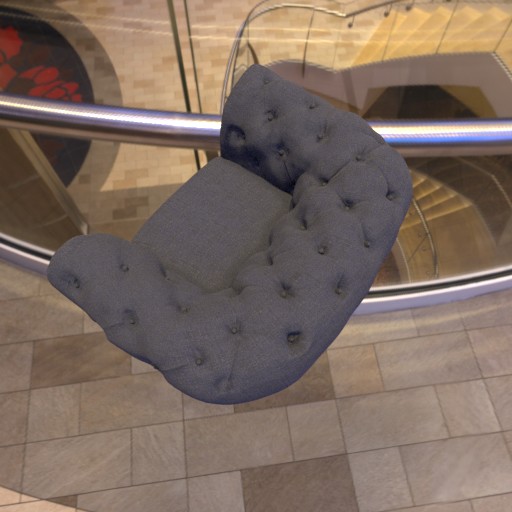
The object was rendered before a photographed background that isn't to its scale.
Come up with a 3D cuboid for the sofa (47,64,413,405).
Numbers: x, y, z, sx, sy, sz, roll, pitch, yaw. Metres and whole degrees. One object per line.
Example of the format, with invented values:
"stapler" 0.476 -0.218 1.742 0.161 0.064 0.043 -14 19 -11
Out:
"sofa" 0.000 0.000 2.053 1.032 0.878 1.405 33 68 16
